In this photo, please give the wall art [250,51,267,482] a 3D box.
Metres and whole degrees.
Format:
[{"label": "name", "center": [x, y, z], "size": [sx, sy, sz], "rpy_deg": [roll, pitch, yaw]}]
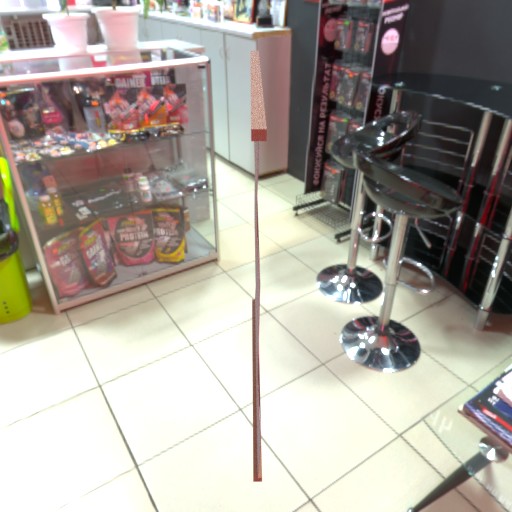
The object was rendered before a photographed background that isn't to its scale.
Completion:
[{"label": "wall art", "center": [0.000, 0.000, 0.667], "size": [0.013, 0.508, 0.406], "rpy_deg": [0, 33, -1]}]
